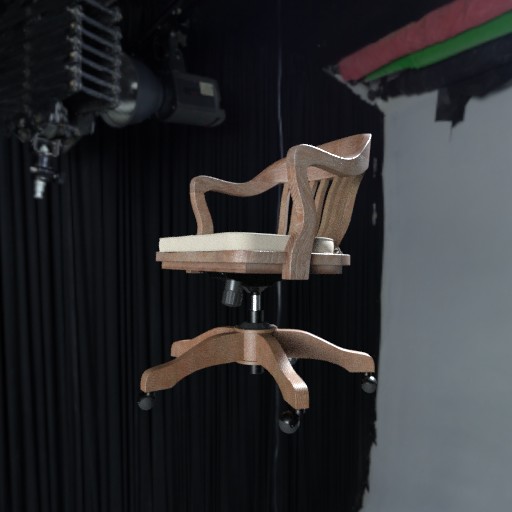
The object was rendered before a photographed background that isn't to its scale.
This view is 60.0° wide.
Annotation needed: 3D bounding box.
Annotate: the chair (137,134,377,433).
[{"bbox_3d":[0.000,0.000,1.462,0.788,0.878,0.750,0,0,-35],"label":"chair"}]
